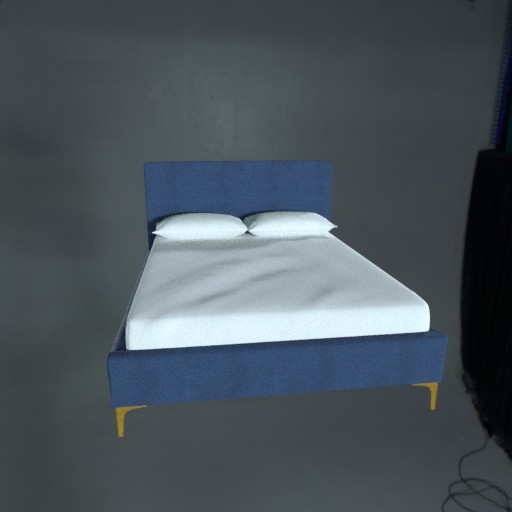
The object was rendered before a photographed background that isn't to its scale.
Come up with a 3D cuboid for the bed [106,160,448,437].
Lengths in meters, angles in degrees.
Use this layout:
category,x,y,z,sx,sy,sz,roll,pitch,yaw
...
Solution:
category,x,y,z,sx,sy,sz,roll,pitch,yaw
bed,0.000,0.000,3.170,1.723,1.231,2.172,-2,15,-8
